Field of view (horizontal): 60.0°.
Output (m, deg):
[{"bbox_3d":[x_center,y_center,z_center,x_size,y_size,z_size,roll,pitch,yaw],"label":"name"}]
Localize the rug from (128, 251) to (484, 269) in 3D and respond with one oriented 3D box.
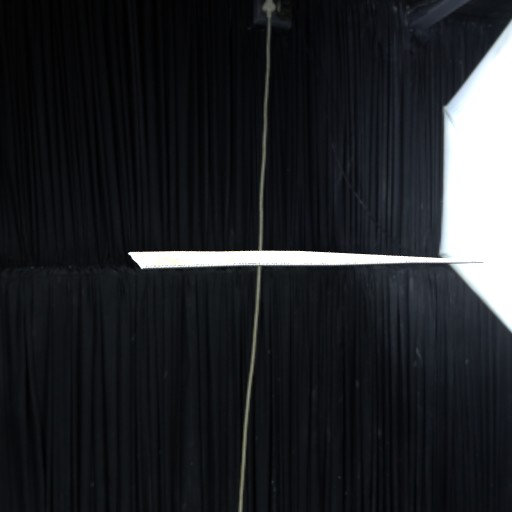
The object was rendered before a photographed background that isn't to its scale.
[{"bbox_3d":[0.000,0.000,3.799,2.043,0.026,2.901,-1,2,-17],"label":"rug"}]
